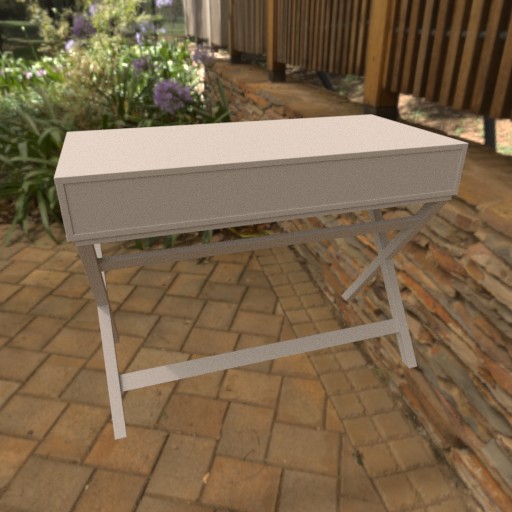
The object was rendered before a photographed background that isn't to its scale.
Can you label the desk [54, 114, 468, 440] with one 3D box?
[{"bbox_3d":[0.000,0.000,1.469,1.057,0.780,0.525,-8,28,-16],"label":"desk"}]
